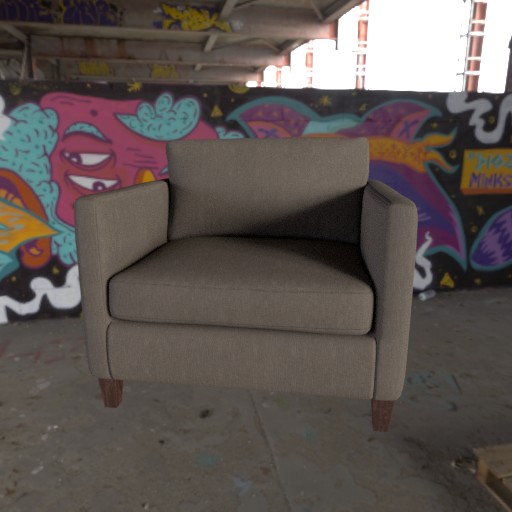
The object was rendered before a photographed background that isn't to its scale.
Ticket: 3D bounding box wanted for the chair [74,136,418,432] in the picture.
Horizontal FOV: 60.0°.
[{"bbox_3d":[0.000,0.000,1.833,1.107,0.963,0.959,2,14,8],"label":"chair"}]
